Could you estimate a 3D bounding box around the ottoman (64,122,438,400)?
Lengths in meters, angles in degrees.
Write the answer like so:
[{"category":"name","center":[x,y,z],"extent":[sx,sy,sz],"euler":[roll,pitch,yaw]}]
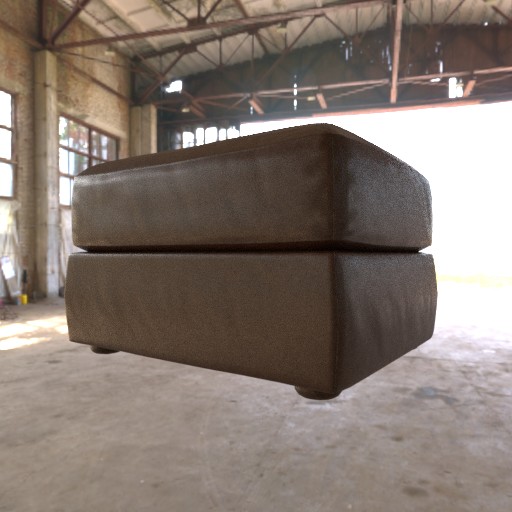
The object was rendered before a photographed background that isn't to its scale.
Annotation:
[{"category":"ottoman","center":[0.000,0.000,1.105],"extent":[0.751,0.476,0.603],"euler":[0,0,35]}]
